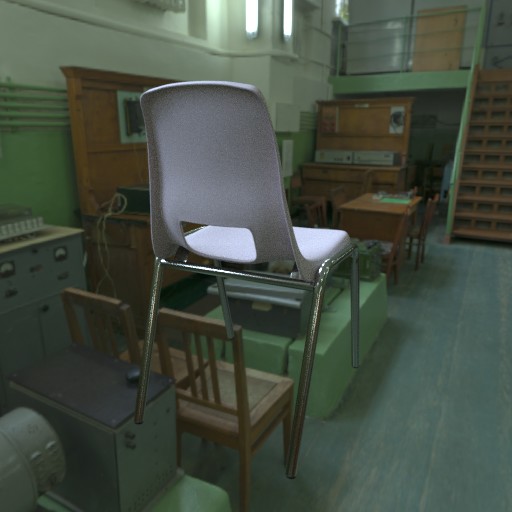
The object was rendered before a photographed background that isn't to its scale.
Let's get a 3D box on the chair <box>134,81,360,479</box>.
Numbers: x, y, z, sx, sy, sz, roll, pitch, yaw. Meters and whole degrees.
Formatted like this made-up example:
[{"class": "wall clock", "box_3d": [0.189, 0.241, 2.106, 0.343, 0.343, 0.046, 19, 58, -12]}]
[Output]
[{"class": "chair", "box_3d": [0.000, 0.000, 0.931, 0.381, 0.653, 0.436, 8, 18, 25]}]
